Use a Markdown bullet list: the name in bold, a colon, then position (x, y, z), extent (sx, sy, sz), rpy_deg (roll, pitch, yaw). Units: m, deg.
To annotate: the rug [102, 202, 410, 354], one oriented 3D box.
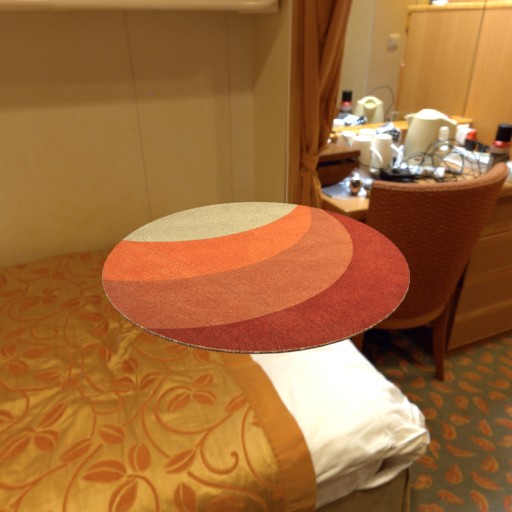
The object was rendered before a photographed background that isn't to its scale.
- **rug**: position (0.000, 0.000, 2.280), extent (1.514, 0.015, 1.514), rpy_deg (0, 28, 0)
